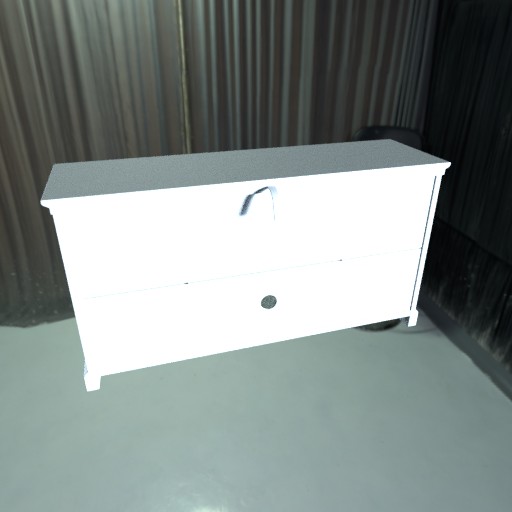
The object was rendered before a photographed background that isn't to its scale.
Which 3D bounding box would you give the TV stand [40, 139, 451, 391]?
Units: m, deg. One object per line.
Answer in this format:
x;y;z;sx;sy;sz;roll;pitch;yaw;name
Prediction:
0.000;0.000;1.499;1.187;0.624;0.424;-8;28;-15;TV stand
